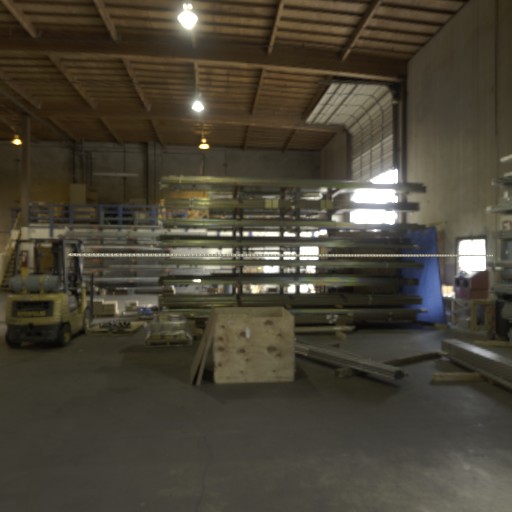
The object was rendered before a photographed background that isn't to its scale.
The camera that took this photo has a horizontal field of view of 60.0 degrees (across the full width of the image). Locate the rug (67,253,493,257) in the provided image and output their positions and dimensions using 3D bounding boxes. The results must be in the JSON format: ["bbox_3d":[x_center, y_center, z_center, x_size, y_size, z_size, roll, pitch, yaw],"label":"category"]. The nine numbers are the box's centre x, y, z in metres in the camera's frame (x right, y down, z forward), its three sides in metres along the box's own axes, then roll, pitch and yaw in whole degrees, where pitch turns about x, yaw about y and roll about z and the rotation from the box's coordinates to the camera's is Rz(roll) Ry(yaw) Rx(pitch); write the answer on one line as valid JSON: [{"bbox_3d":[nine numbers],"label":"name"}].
[{"bbox_3d":[0.000,0.000,4.088,3.048,0.013,2.438,0,0,-18],"label":"rug"}]
